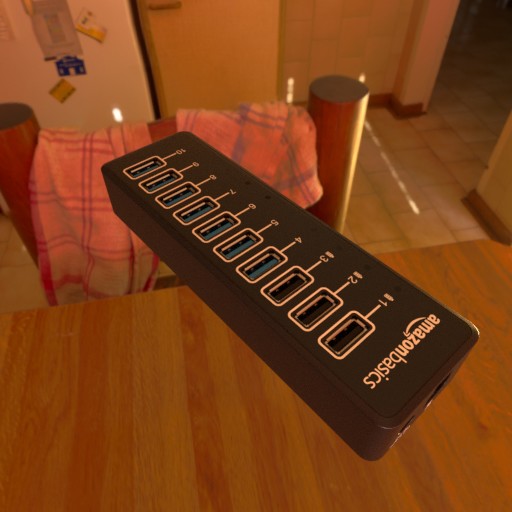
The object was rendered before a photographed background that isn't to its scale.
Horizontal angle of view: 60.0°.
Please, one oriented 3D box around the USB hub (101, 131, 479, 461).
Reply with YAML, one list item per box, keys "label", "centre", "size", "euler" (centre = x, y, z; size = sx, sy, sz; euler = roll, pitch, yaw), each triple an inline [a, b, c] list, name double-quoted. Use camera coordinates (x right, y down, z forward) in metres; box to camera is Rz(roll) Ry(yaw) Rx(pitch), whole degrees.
- label: "USB hub"
  centre: [0.000, 0.000, 0.159]
  size: [0.044, 0.023, 0.145]
  euler: [-33, 54, -27]
